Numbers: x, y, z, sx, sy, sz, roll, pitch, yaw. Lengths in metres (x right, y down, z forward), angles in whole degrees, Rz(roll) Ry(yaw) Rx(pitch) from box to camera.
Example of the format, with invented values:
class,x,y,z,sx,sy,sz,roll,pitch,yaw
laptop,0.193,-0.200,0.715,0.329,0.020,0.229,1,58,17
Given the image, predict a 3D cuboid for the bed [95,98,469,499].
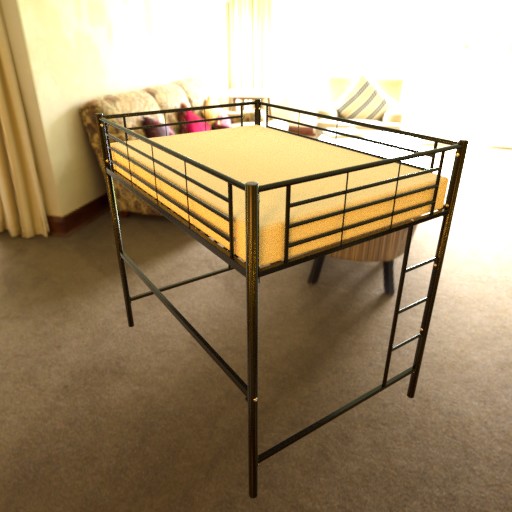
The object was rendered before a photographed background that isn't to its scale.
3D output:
class,x,y,z,sx,sy,sz,roll,pitch,yaw
bed,0.000,0.000,3.127,1.397,1.803,1.994,-17,31,-30
